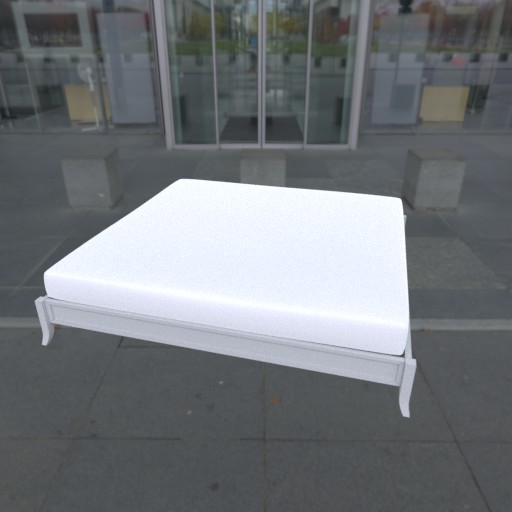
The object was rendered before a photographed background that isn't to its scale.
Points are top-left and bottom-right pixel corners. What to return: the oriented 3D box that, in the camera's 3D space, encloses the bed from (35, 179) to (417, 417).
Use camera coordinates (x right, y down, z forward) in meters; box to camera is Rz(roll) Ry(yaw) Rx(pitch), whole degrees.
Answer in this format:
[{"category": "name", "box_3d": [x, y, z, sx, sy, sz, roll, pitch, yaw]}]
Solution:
[{"category": "bed", "box_3d": [0.000, 0.000, 3.156, 2.108, 0.510, 2.007, 7, 27, 14]}]
